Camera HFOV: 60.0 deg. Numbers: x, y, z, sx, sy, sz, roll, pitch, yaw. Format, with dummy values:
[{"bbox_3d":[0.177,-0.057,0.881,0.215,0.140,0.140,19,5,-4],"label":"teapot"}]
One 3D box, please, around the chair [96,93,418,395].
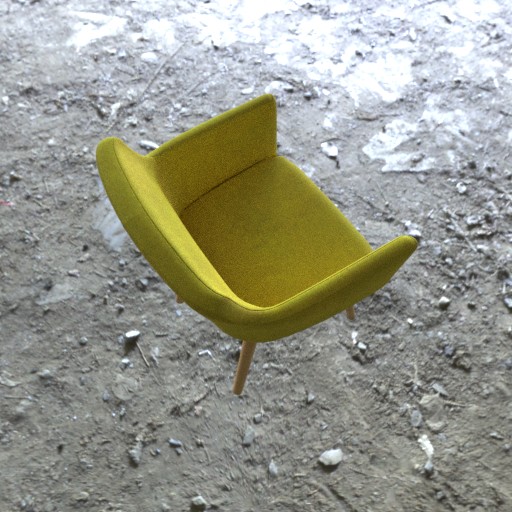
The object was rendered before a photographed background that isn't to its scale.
[{"bbox_3d":[0.000,0.000,1.199,0.570,0.780,0.570,-30,64,-16],"label":"chair"}]
